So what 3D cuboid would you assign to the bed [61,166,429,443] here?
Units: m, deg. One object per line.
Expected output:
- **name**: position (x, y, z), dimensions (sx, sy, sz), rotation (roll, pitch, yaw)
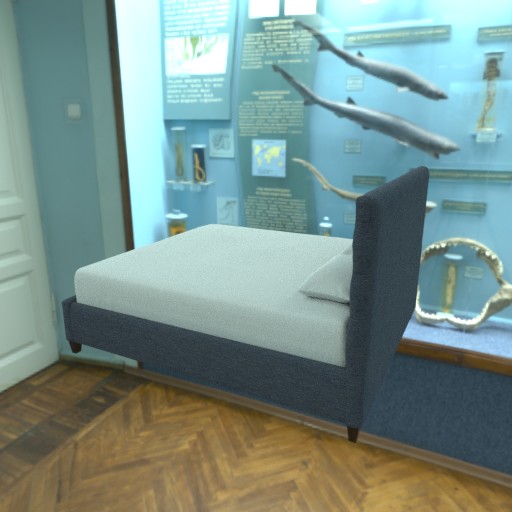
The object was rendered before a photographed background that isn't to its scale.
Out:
- **bed**: position (0.000, 0.000, 3.723), dimensions (2.387, 1.427, 2.078), rotation (8, 18, 26)
